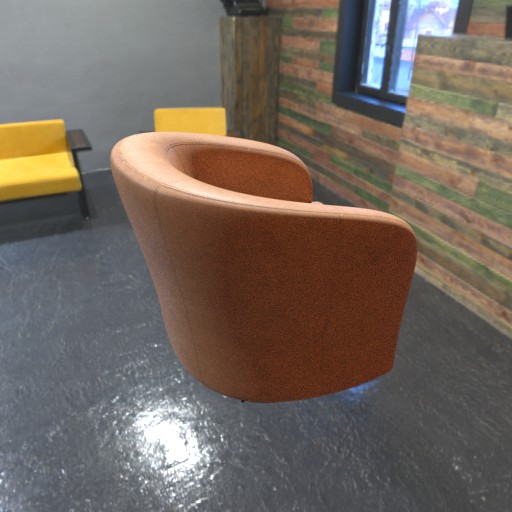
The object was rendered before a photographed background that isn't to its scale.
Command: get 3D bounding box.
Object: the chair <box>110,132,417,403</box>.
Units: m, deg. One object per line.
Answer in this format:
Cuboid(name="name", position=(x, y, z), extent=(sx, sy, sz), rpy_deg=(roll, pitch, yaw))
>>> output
Cuboid(name="chair", position=(0.000, 0.000, 1.463), extent=(0.815, 0.771, 0.791), rpy_deg=(-11, 31, -19))
